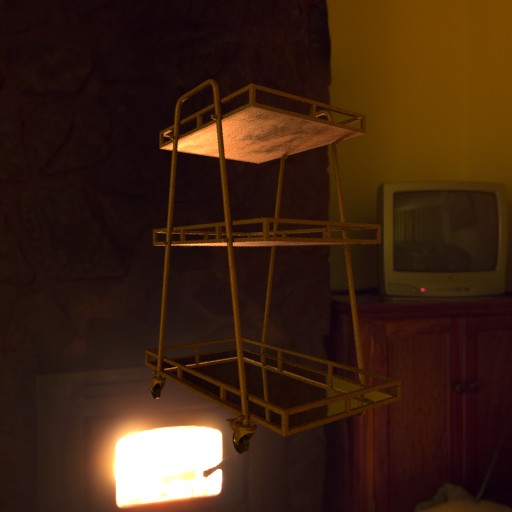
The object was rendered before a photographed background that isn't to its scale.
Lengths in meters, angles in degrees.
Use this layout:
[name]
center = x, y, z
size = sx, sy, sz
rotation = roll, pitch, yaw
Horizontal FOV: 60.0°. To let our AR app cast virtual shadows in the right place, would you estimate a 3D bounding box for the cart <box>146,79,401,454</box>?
[cart]
center = 0.000, 0.000, 1.284
size = 0.441, 0.883, 0.711
rotation = 0, 0, -36
